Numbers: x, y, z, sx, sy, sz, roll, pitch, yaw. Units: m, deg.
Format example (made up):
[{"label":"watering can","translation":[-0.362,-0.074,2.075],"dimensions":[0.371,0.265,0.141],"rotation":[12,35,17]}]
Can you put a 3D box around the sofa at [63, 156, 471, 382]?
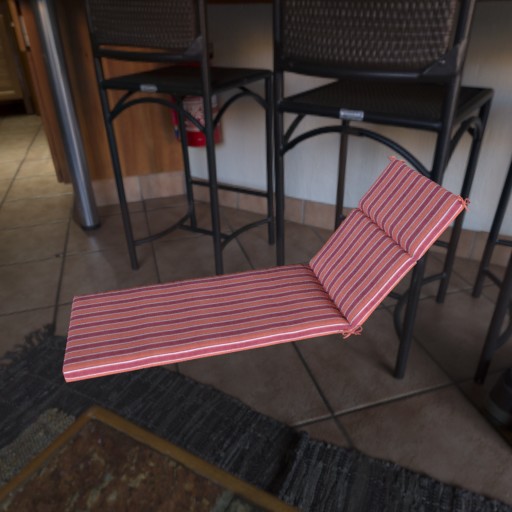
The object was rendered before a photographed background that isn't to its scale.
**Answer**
[{"label":"sofa","translation":[0.000,0.000,1.949],"dimensions":[1.663,0.622,0.582],"rotation":[-8,32,-13]}]
